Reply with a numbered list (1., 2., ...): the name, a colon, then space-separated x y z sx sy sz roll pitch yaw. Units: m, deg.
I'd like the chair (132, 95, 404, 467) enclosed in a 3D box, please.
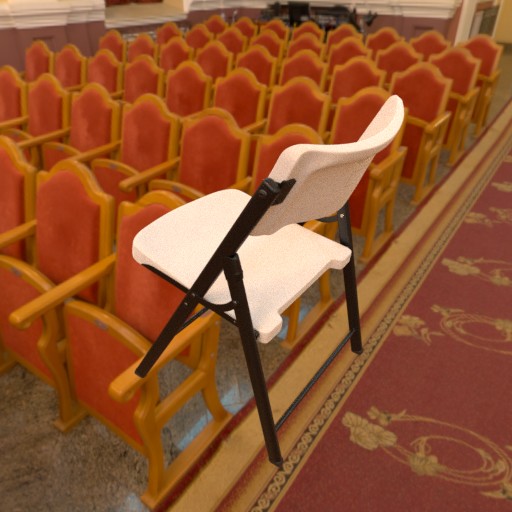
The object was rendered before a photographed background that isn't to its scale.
1. chair: 0.000 0.000 1.115 0.577 0.765 0.482 21 38 30
